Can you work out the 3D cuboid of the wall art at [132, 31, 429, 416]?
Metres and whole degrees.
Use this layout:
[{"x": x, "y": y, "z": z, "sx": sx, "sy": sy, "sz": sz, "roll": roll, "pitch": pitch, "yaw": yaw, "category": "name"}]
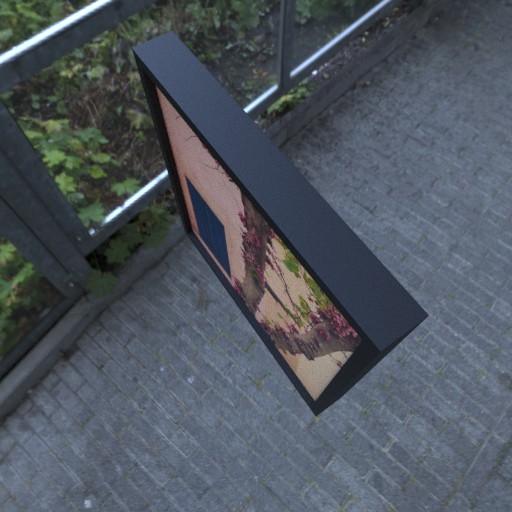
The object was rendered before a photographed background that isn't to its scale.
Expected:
[{"x": 0.000, "y": 0.000, "z": 0.448, "sx": 0.038, "sy": 0.304, "sz": 0.305, "roll": -32, "pitch": 68, "yaw": -15, "category": "wall art"}]
